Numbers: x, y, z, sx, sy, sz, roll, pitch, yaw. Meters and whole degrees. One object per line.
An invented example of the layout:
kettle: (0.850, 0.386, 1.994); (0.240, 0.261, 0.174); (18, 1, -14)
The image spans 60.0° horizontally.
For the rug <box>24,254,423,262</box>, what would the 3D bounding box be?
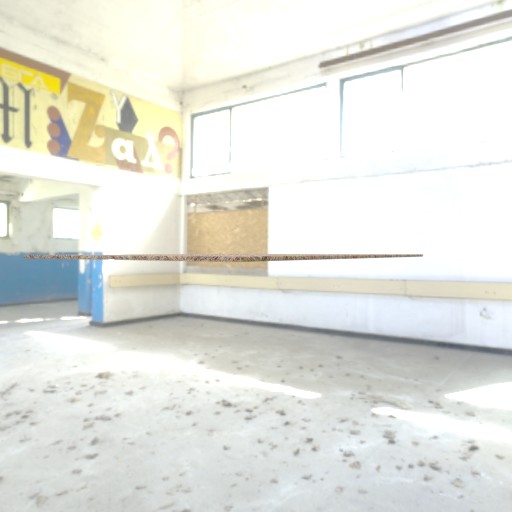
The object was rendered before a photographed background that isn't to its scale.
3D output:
rug: (0.000, 0.000, 2.928); (1.523, 0.019, 2.285); (0, 1, 36)
